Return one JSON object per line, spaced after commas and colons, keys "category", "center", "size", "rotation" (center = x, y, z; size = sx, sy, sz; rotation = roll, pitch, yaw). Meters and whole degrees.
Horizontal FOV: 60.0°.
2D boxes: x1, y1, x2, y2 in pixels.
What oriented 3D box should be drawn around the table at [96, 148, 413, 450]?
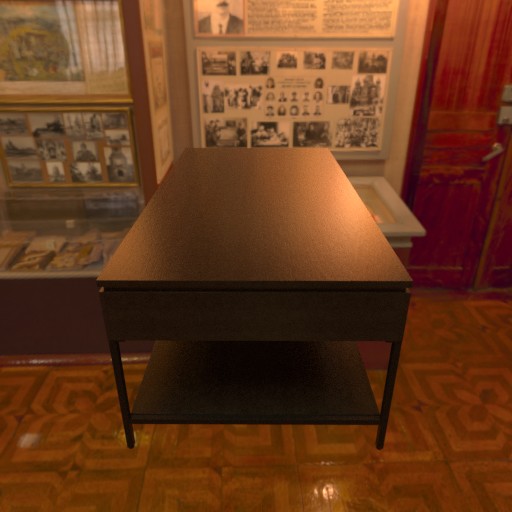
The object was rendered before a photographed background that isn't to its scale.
{"category": "table", "center": [0.000, 0.000, 1.388], "size": [0.574, 0.435, 1.095], "rotation": [0, 26, 0]}
